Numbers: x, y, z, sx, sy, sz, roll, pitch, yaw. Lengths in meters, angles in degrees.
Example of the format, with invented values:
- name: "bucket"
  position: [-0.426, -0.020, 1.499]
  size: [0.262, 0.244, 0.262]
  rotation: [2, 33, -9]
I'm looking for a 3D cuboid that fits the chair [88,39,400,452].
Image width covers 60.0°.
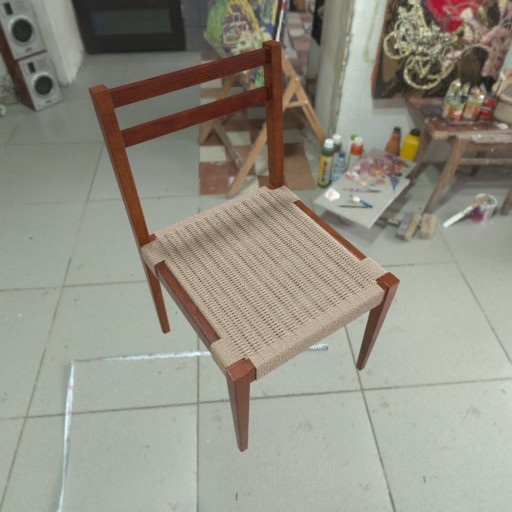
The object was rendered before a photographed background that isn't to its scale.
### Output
- name: "chair"
  position: [0.000, 0.000, 1.190]
  size: [0.495, 0.851, 0.569]
  rotation: [-26, 51, -23]
